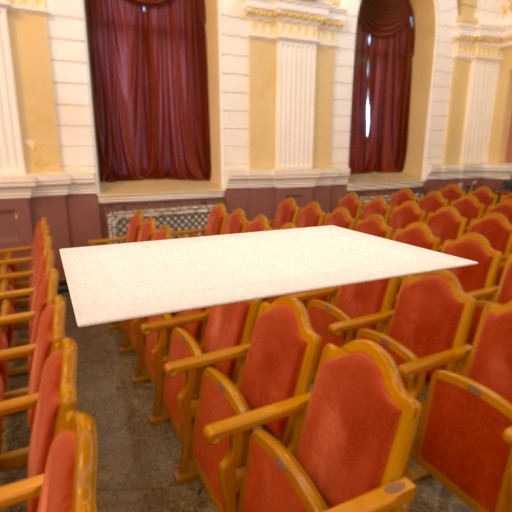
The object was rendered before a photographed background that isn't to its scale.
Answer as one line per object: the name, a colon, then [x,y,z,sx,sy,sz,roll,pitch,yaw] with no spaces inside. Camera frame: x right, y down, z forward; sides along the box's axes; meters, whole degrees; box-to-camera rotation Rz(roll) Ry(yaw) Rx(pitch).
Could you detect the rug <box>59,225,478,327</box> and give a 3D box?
rug: [0.000,0.000,2.307,1.829,0.013,1.219,-6,15,-25]
